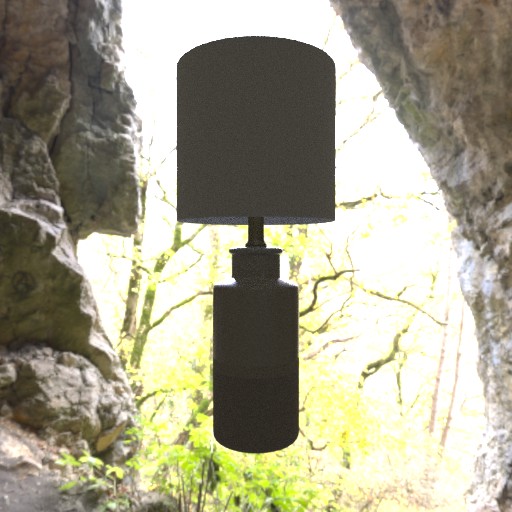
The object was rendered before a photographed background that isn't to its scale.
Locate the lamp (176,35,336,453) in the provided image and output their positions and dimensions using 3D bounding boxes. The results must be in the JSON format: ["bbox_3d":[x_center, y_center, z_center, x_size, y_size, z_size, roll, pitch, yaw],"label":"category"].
[{"bbox_3d":[0.000,0.000,0.601,0.212,0.493,0.212,-1,2,-36],"label":"lamp"}]
